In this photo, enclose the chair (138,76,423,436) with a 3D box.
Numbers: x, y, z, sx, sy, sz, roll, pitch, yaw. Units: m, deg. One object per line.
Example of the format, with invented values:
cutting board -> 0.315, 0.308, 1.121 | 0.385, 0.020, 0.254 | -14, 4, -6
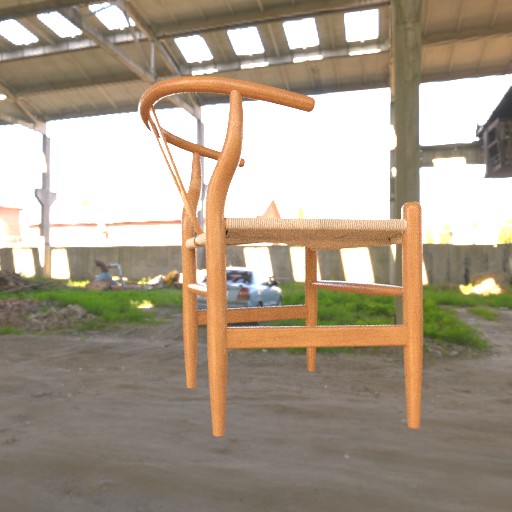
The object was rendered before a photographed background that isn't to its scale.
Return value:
chair -> 0.000, 0.000, 1.118 | 0.579, 0.730, 0.569 | 0, -1, -17
